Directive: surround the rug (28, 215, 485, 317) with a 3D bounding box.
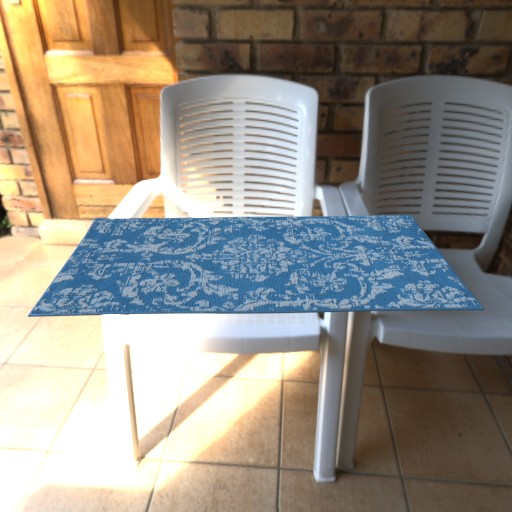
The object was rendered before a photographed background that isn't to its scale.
[{"bbox_3d":[0.000,0.000,1.441,1.219,0.007,0.604,-1,30,-1],"label":"rug"}]
